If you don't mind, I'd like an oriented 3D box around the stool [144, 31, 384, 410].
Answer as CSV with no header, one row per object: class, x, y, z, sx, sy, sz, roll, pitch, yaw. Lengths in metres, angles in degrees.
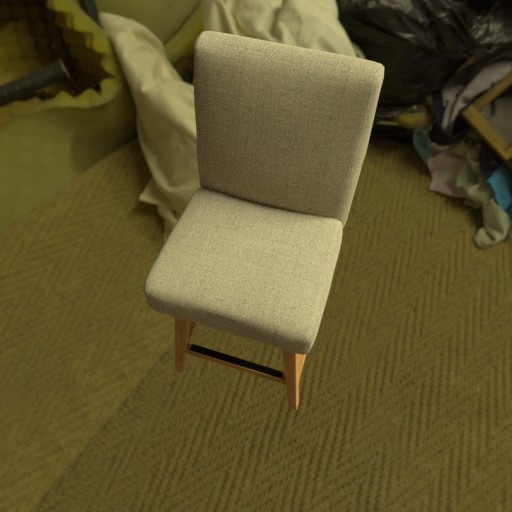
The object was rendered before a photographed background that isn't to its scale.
stool,0.000,0.000,1.279,0.459,1.010,0.526,15,59,9
